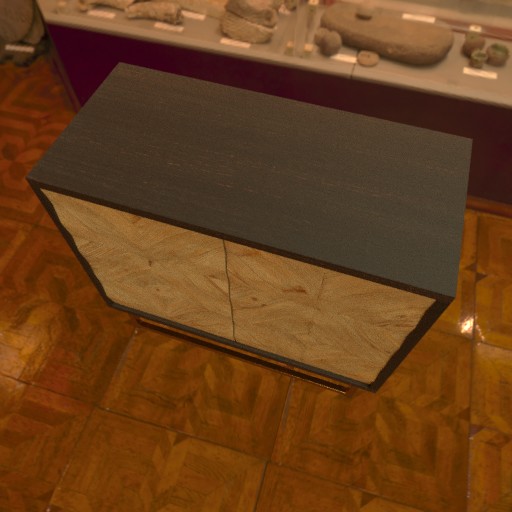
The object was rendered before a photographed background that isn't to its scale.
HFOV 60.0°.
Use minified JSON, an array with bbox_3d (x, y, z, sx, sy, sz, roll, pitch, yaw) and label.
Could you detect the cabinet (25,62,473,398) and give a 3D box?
[{"bbox_3d":[0.000,0.000,1.397,0.950,0.860,0.451,16,59,10],"label":"cabinet"}]
